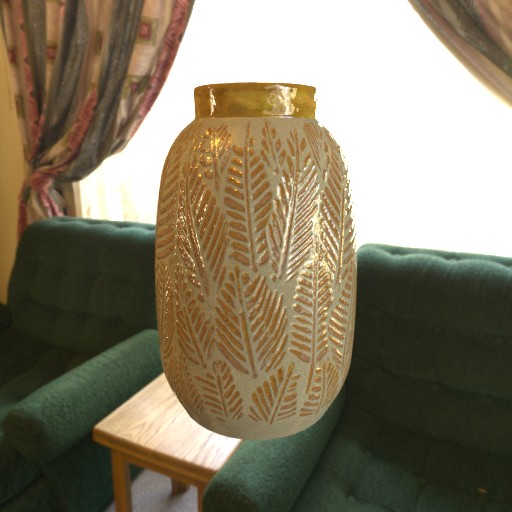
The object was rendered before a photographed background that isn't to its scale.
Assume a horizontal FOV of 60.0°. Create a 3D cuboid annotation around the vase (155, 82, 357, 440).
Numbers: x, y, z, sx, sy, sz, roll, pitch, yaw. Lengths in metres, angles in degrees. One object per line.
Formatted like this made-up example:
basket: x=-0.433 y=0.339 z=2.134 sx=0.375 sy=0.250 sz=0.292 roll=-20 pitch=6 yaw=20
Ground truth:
vase: x=0.000 y=0.000 z=0.380 sx=0.172 sy=0.270 sz=0.172 roll=0 pitch=15 yaw=0
